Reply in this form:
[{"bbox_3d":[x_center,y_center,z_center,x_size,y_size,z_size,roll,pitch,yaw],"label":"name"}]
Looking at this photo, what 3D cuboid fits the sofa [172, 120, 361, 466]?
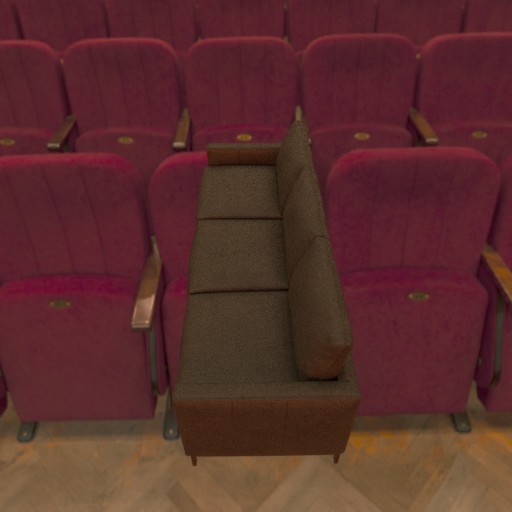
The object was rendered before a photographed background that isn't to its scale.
[{"bbox_3d":[0.000,0.000,2.477,0.748,0.805,2.029,-1,41,-1],"label":"sofa"}]
